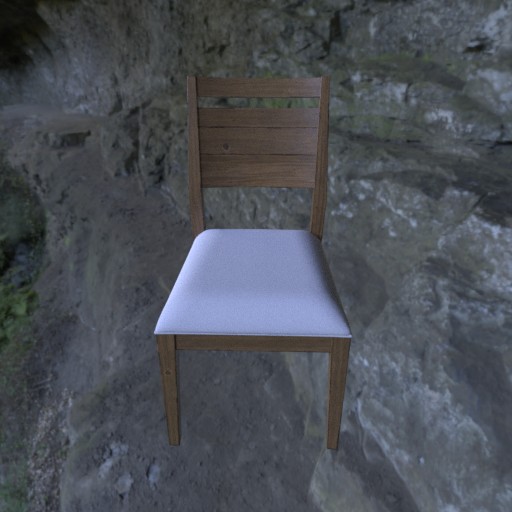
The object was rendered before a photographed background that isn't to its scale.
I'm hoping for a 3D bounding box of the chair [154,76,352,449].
[{"bbox_3d":[0.000,0.000,1.327,0.497,0.939,0.610,1,30,1],"label":"chair"}]
